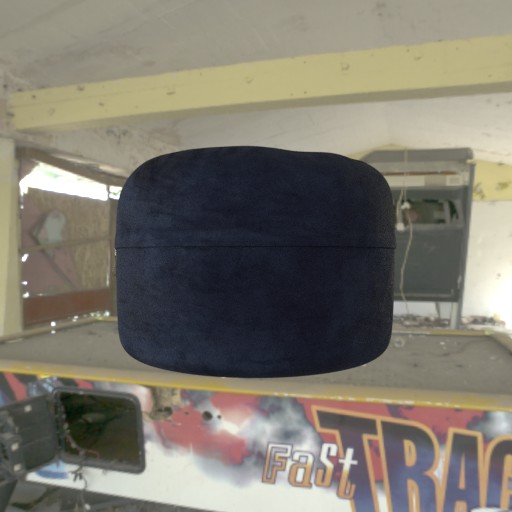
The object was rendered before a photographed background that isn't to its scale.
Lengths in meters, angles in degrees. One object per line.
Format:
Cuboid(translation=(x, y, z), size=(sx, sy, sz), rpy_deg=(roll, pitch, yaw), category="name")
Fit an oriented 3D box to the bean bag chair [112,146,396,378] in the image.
Cuboid(translation=(0.000, 0.000, 1.514), size=(0.918, 0.616, 0.918), rpy_deg=(0, 0, 0), category="bean bag chair")
